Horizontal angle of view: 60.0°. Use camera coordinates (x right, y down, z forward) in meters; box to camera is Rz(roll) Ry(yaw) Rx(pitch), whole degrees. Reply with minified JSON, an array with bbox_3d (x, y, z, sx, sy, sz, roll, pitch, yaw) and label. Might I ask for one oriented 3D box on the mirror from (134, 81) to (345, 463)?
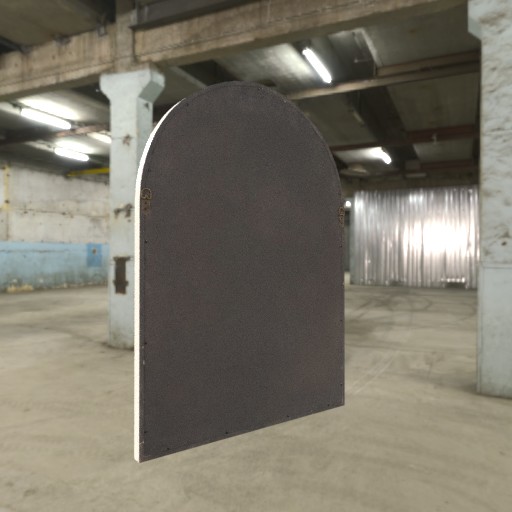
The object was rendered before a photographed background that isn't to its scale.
[{"bbox_3d":[0.000,0.000,1.189,0.660,0.920,0.032,0,-1,-36],"label":"mirror"}]
